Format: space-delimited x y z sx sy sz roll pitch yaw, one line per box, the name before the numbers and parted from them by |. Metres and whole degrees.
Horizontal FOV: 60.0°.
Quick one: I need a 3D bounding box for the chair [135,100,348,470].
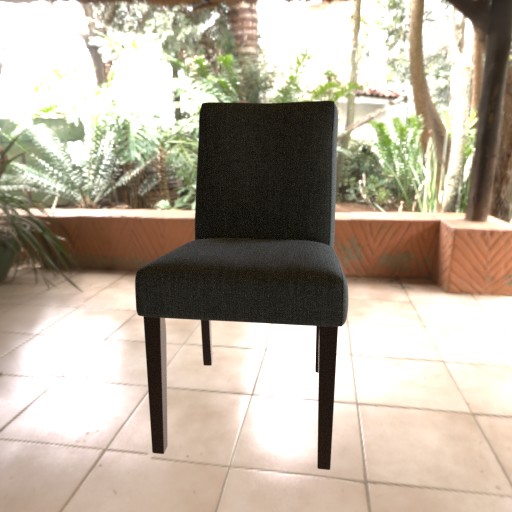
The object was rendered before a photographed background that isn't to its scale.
chair | 0.000 0.000 1.260 0.487 0.884 0.629 2 14 8
